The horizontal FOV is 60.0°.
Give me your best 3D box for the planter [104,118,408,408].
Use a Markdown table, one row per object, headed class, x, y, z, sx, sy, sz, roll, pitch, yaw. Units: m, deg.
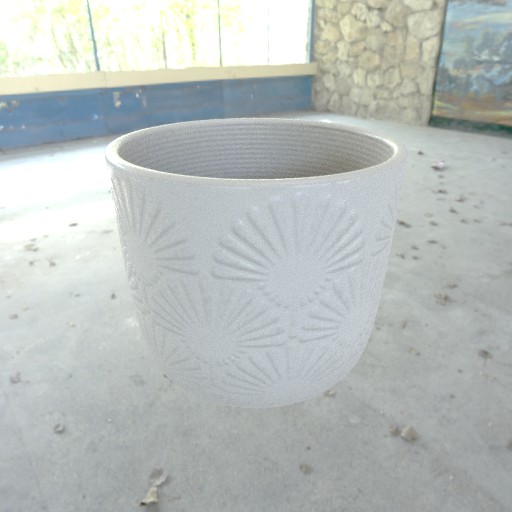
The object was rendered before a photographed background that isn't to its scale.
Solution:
| class | x | y | z | sx | sy | sz | roll | pitch | yaw |
| --- | --- | --- | --- | --- | --- | --- | --- | --- | --- |
| planter | 0.000 | 0.000 | 0.212 | 0.124 | 0.109 | 0.124 | 0 | 26 | 0 |
